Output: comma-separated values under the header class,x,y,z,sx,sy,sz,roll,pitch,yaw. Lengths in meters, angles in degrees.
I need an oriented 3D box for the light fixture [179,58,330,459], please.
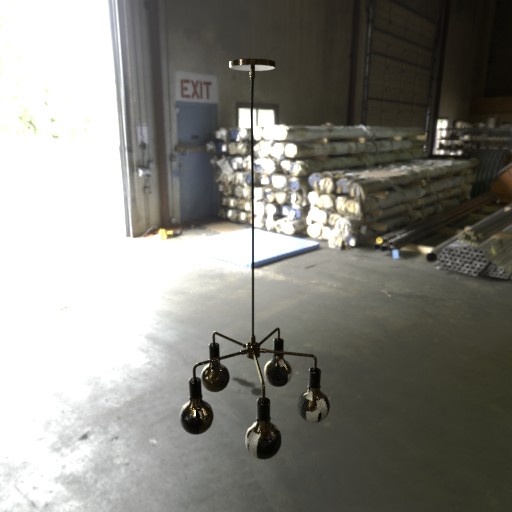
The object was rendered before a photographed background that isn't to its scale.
class,x,y,z,sx,sy,sz,roll,pitch,yaw
light fixture,0.000,0.000,1.227,0.438,0.988,0.421,8,18,26
